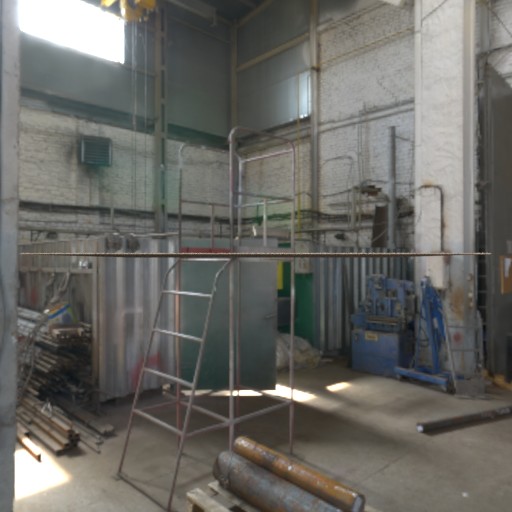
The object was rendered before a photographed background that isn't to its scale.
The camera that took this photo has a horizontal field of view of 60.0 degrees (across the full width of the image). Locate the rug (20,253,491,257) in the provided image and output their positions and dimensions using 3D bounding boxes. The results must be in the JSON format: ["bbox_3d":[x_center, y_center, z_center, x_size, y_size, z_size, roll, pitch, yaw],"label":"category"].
[{"bbox_3d":[0.000,0.000,4.082,3.046,0.008,2.442,0,-1,1],"label":"rug"}]
